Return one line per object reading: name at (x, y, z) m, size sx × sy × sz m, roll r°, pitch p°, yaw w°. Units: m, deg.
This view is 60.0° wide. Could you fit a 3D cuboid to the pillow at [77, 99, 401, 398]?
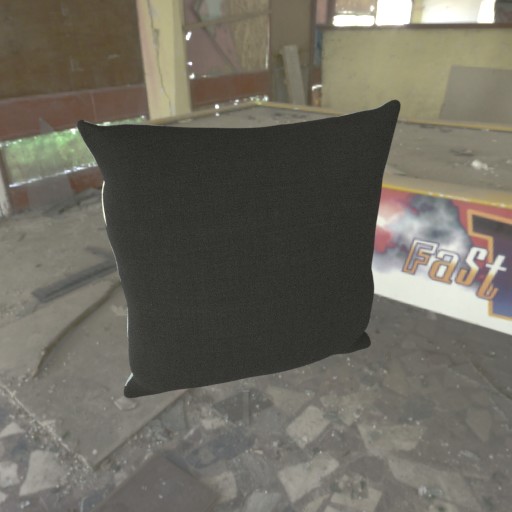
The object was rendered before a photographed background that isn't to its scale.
pillow at (0.000, 0.000, 0.763) m, size 0.503 × 0.496 × 0.208 m, roll -8°, pitch 28°, yaw -16°
